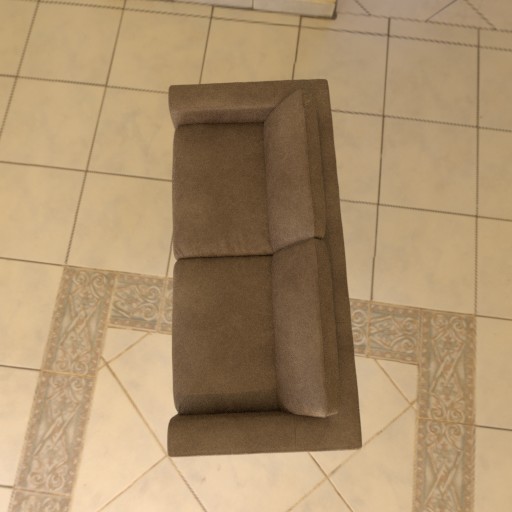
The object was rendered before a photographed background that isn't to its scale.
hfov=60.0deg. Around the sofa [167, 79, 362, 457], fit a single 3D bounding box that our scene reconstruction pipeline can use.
[{"bbox_3d":[0.000,0.000,2.772,1.070,0.801,2.262,-2,76,-1],"label":"sofa"}]
